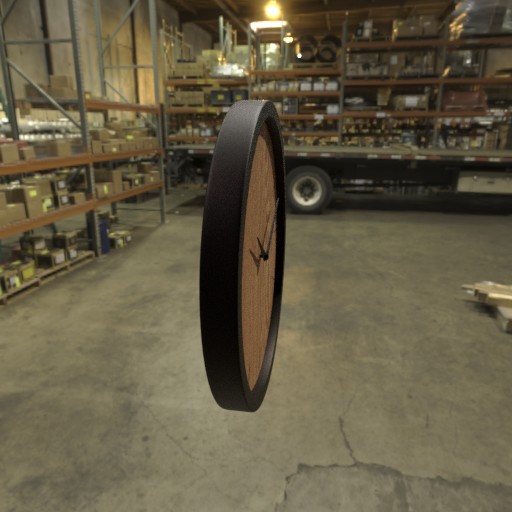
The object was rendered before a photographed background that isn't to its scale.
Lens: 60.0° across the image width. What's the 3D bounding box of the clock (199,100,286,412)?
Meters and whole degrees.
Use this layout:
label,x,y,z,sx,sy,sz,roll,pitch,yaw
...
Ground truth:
label,x,y,z,sx,sy,sz,roll,pitch,yaw
clock,0.000,0.000,0.472,0.029,0.314,0.314,3,17,10
